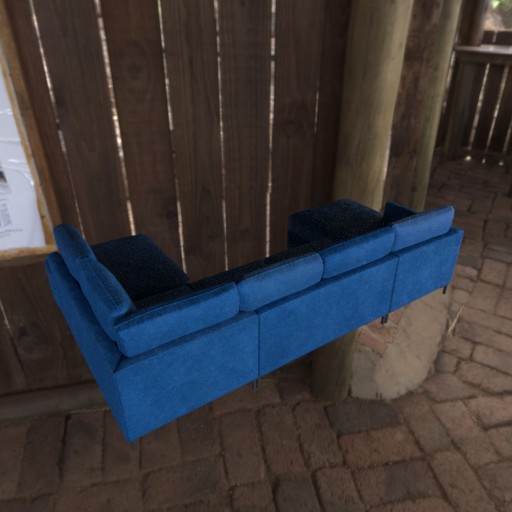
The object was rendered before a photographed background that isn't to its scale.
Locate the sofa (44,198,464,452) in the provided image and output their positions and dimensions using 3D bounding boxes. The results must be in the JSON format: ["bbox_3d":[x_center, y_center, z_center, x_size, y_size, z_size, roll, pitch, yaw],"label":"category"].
[{"bbox_3d":[0.000,0.000,4.237,3.434,0.992,2.055,-18,34,-29],"label":"sofa"}]
